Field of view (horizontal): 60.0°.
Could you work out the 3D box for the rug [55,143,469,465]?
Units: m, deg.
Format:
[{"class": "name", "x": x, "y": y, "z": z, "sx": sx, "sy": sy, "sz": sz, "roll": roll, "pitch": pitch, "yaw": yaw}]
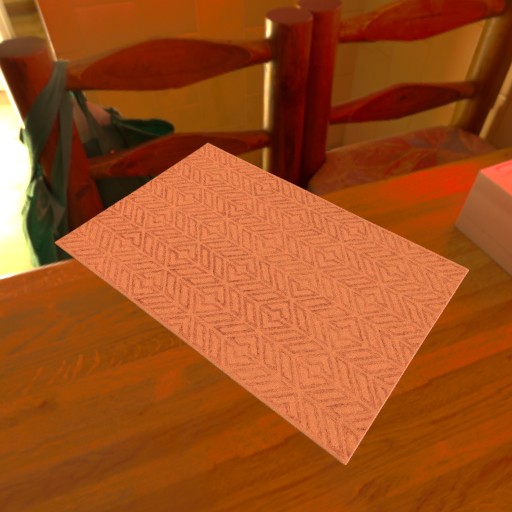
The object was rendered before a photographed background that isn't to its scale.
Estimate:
[{"class": "rug", "x": 0.000, "y": 0.000, "z": 2.343, "sx": 1.828, "sy": 0.007, "sz": 1.220, "roll": 31, "pitch": 55, "yaw": 25}]
